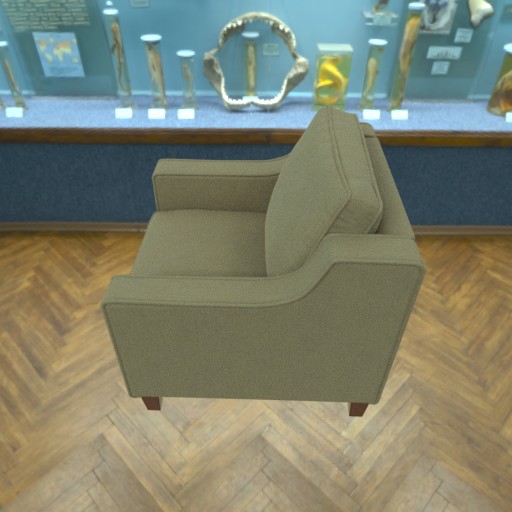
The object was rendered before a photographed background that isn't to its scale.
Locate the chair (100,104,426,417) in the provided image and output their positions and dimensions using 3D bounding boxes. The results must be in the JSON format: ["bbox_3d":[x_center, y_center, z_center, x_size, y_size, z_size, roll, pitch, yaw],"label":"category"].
[{"bbox_3d":[0.000,0.000,1.676,0.909,0.960,0.831,1,41,1],"label":"chair"}]
